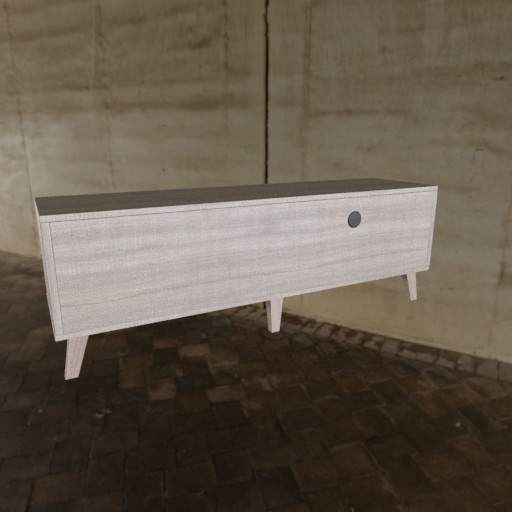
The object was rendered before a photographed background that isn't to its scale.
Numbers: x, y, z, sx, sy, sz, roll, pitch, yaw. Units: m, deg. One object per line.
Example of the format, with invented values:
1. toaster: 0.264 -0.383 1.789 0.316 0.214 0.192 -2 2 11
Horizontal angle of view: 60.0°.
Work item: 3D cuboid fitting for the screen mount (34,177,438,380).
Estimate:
1. screen mount: 0.000 0.000 1.742 1.500 0.509 0.401 -8 17 -26
